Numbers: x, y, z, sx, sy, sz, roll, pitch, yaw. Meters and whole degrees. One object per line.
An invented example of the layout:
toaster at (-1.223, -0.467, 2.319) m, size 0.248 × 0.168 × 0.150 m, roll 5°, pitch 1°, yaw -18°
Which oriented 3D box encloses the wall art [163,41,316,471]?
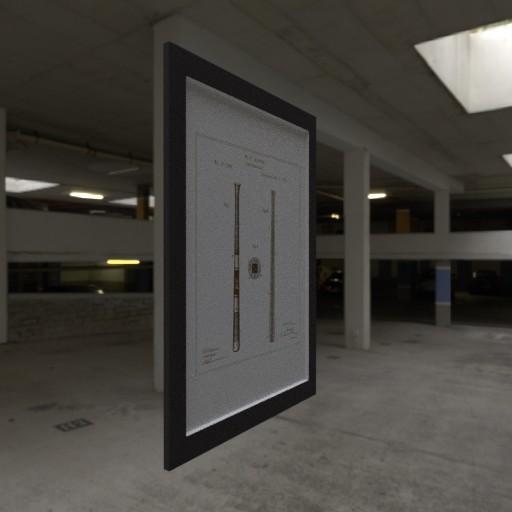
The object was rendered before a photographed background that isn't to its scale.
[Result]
wall art at (0.000, 0.000, 0.697) m, size 0.012 × 0.529 × 0.374 m, roll 0°, pitch 0°, yaw 36°
